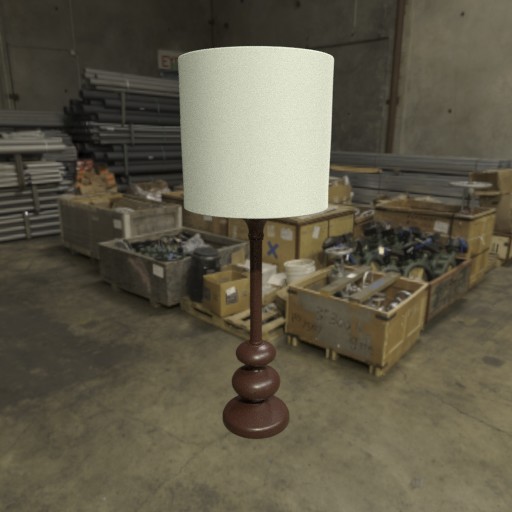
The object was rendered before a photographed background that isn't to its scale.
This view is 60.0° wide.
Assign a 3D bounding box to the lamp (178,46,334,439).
[{"bbox_3d":[0.000,0.000,0.818,0.254,0.690,0.254,15,21,42],"label":"lamp"}]
